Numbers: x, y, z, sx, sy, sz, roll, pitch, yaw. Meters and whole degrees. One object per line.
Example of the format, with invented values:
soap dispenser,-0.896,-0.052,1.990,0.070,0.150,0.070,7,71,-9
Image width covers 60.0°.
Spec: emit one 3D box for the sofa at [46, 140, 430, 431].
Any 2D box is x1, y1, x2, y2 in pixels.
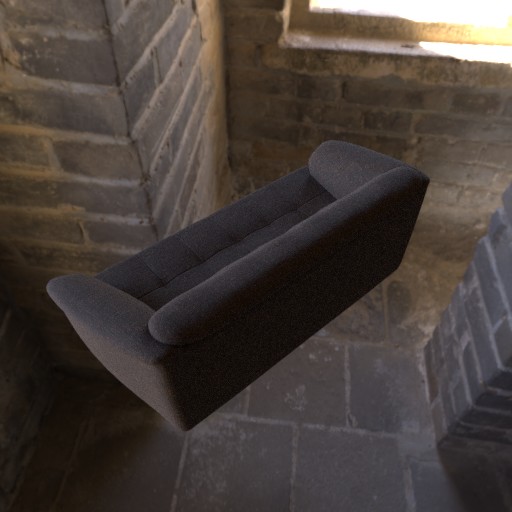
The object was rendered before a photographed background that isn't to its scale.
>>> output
sofa,0.000,0.000,2.281,1.849,0.790,0.887,-31,53,-27
